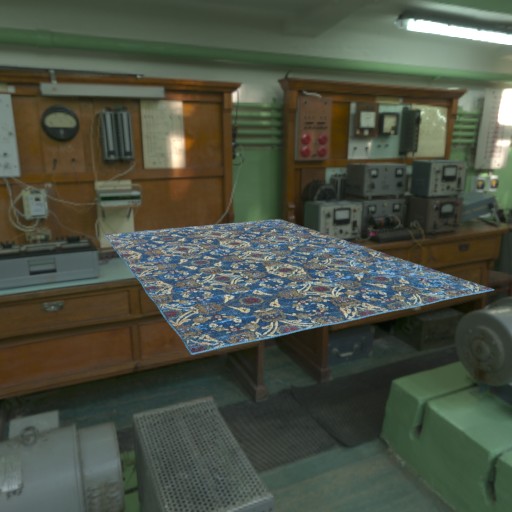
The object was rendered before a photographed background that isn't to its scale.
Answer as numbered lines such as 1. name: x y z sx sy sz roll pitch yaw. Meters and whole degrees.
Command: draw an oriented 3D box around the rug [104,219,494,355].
1. rug: 0.000 0.000 4.223 2.337 0.013 3.291 -7 16 -25
